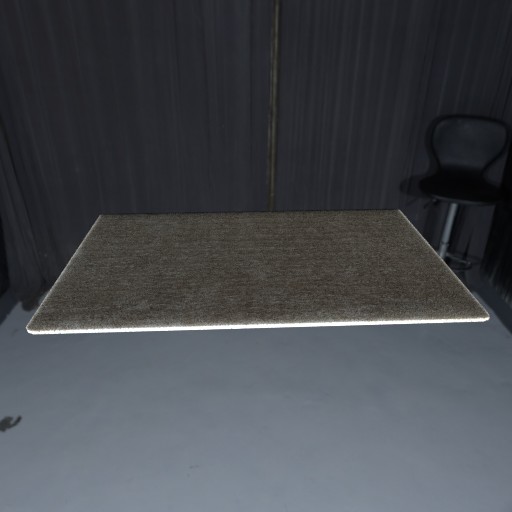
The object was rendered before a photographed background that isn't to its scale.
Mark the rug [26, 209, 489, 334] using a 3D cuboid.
[{"bbox_3d":[0.000,0.000,2.996,2.469,0.024,1.539,-1,29,-2],"label":"rug"}]
